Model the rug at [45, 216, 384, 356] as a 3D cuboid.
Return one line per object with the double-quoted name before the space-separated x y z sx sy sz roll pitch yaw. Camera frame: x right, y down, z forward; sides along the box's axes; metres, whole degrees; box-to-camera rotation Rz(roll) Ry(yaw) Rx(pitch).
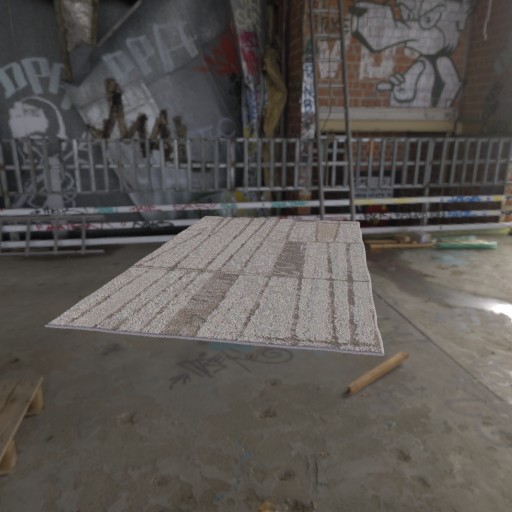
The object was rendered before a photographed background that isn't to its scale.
"rug" 0.000 0.000 1.054 0.515 0.007 0.867 3 17 10
